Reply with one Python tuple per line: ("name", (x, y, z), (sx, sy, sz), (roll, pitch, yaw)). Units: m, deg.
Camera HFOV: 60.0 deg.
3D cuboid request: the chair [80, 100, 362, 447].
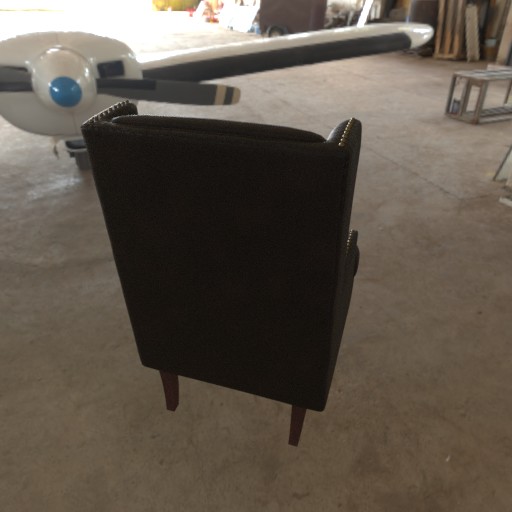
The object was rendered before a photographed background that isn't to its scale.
("chair", (0.000, 0.000, 1.626), (0.703, 1.142, 0.799), (10, 32, 16))
